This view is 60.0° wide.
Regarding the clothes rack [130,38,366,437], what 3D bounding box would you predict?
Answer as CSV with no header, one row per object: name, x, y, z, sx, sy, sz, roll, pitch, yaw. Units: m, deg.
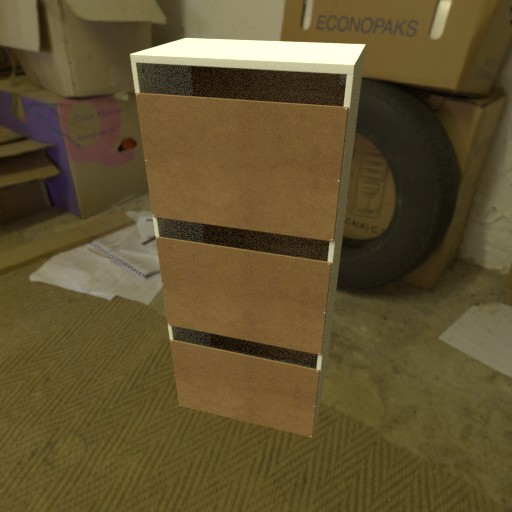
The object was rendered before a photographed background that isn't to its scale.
clothes rack,0.000,0.000,1.390,0.500,1.187,0.331,9,33,13
